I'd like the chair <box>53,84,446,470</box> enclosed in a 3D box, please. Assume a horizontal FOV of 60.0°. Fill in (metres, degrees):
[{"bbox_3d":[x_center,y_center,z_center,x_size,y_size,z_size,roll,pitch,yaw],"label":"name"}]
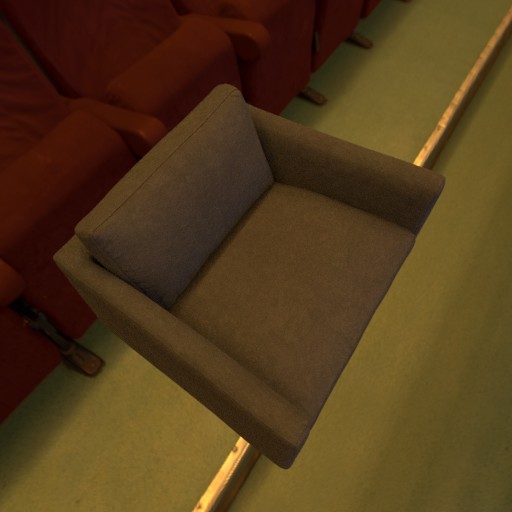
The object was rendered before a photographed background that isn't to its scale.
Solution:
[{"bbox_3d":[0.000,0.000,1.846,1.091,0.845,1.190,29,63,16],"label":"chair"}]
